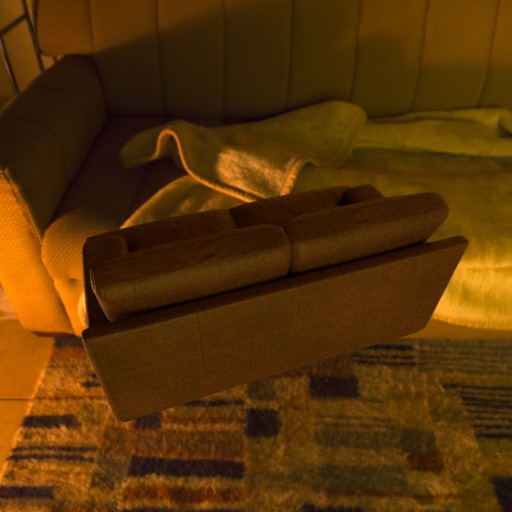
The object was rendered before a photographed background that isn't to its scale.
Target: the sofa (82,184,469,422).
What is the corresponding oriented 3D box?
[{"bbox_3d":[0.000,0.000,2.491,1.880,0.939,1.143,-13,42,-15],"label":"sofa"}]
